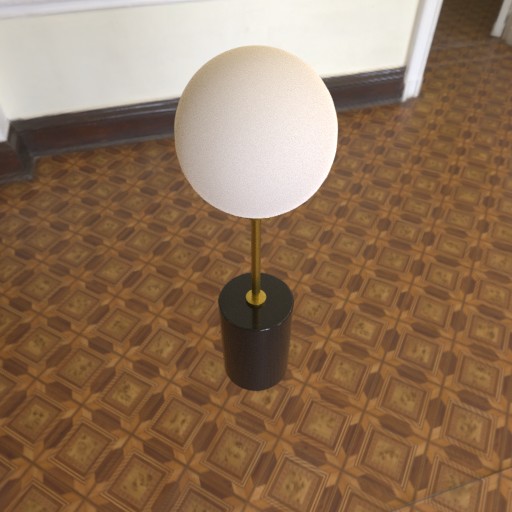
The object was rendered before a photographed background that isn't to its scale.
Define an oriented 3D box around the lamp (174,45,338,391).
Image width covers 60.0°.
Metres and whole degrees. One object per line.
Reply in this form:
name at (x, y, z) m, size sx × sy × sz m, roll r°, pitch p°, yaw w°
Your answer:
lamp at (0.000, 0.000, 0.537) m, size 0.153 × 0.480 × 0.153 m, roll 0°, pitch 45°, yaw 0°
